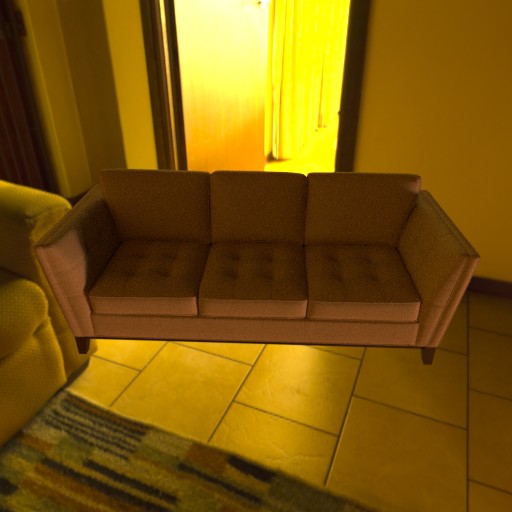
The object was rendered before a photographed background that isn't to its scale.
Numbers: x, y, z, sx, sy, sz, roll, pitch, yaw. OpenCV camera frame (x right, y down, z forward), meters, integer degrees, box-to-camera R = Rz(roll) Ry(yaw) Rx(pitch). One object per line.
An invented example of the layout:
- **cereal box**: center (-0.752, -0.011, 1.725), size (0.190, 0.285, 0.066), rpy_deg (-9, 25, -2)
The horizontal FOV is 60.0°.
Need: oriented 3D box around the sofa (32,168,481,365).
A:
- **sofa**: center (0.000, 0.000, 2.904), size (2.388, 0.940, 0.965), rpy_deg (1, 30, 2)
